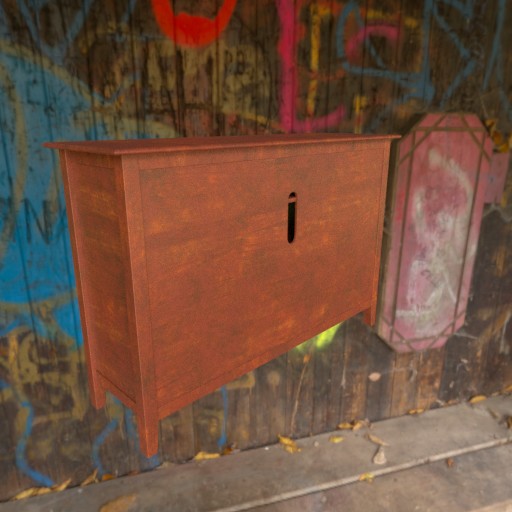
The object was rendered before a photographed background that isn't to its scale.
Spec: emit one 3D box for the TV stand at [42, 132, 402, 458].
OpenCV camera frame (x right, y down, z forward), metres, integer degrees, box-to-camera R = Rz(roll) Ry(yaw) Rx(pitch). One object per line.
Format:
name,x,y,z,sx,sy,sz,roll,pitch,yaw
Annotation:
TV stand,0.000,0.000,1.775,0.445,0.915,1.372,16,24,42
